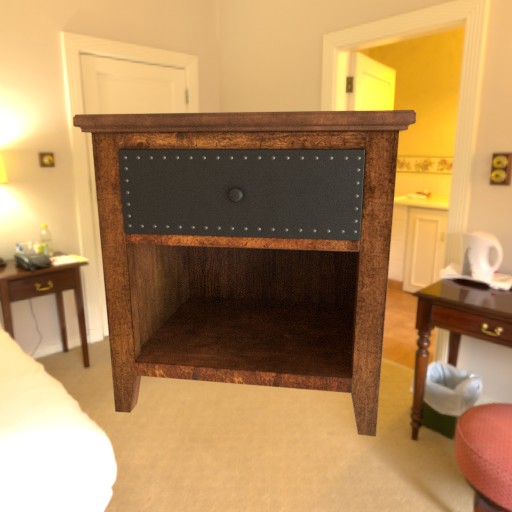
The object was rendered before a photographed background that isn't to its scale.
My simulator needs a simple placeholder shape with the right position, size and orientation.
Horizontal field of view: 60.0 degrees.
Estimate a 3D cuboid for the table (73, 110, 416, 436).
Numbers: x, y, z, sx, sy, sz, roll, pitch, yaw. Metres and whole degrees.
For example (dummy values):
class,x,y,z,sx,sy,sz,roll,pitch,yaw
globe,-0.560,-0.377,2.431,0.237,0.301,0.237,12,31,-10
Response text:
class,x,y,z,sx,sy,sz,roll,pitch,yaw
table,0.000,0.000,1.025,0.586,0.597,0.461,2,13,9
